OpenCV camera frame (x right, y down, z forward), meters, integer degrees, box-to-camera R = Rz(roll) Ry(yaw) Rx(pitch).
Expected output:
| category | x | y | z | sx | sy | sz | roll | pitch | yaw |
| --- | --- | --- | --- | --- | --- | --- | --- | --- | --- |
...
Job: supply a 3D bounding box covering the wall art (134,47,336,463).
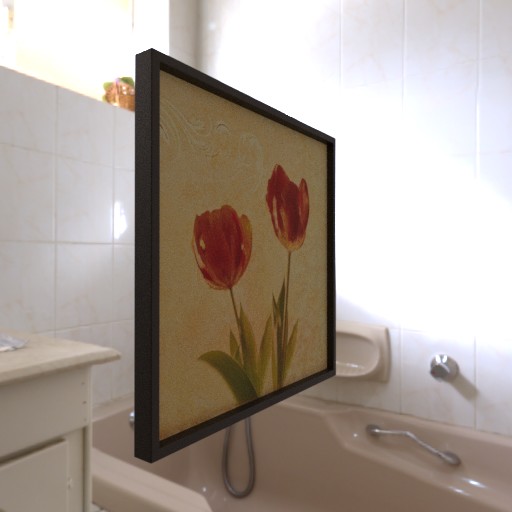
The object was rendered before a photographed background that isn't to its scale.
| category | x | y | z | sx | sy | sz | roll | pitch | yaw |
| --- | --- | --- | --- | --- | --- | --- | --- | --- | --- |
| wall art | 0.000 | 0.000 | 0.523 | 0.038 | 0.349 | 0.349 | 0 | 0 | 36 |
